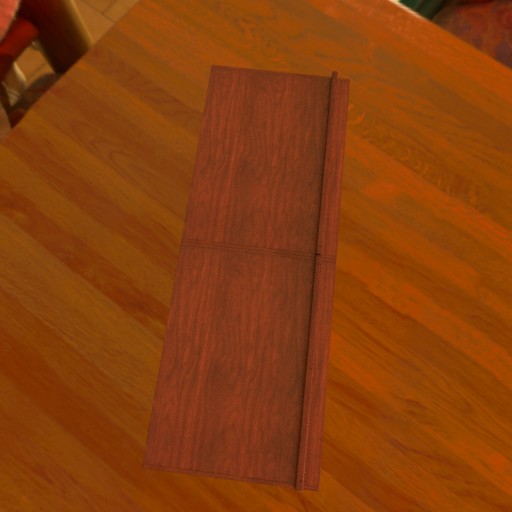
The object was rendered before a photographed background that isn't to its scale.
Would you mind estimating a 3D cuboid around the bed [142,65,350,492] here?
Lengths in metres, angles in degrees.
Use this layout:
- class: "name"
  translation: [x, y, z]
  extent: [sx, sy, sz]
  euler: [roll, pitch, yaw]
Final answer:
- class: "bed"
  translation: [0.000, 0.000, 2.271]
  extent: [0.787, 0.326, 2.057]
  euler: [7, 75, 2]
